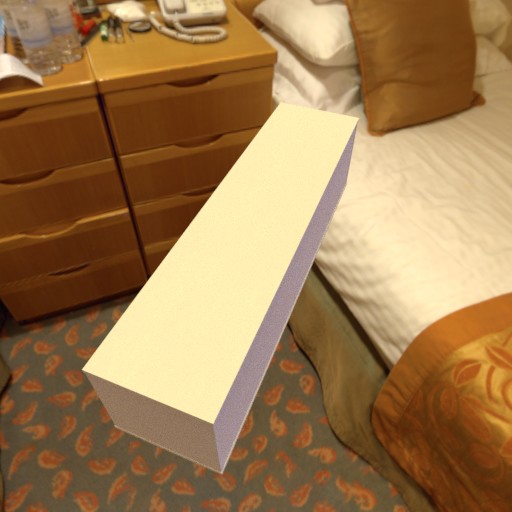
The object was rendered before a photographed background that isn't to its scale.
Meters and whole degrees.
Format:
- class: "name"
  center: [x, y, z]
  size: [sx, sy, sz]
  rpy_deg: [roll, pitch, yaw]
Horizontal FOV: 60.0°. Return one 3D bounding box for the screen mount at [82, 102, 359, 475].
- class: "screen mount"
  center: [0.000, 0.000, 1.862]
  size: [0.418, 0.520, 1.600]
  rpy_deg: [17, 49, 15]
